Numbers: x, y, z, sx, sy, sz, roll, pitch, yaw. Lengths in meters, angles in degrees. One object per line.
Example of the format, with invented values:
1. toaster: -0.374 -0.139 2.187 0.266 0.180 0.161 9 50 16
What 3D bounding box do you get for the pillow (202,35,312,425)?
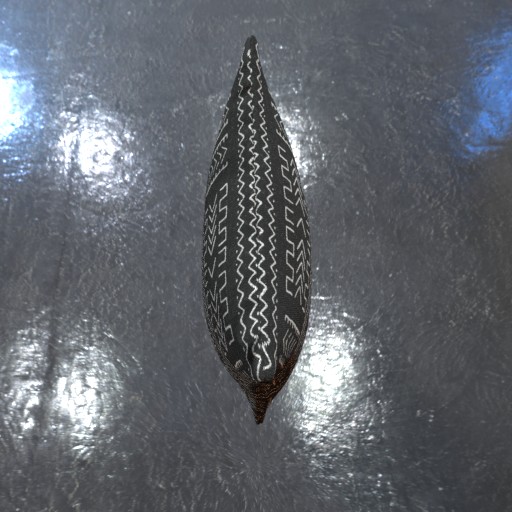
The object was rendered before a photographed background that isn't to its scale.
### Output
1. pillow: 0.000 0.000 0.659 0.164 0.430 0.438 -2 65 -1
